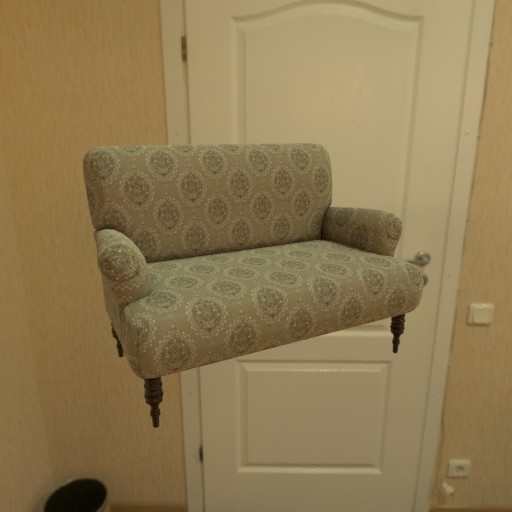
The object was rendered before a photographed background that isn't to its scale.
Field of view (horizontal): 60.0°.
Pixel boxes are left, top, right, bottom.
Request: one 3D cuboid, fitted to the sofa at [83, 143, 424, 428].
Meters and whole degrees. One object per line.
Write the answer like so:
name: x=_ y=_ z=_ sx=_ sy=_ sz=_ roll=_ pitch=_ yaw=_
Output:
sofa: x=0.000 y=0.000 z=1.858 sx=1.297 sy=0.889 sz=0.779 roll=-8 pitch=18 yaw=-27
